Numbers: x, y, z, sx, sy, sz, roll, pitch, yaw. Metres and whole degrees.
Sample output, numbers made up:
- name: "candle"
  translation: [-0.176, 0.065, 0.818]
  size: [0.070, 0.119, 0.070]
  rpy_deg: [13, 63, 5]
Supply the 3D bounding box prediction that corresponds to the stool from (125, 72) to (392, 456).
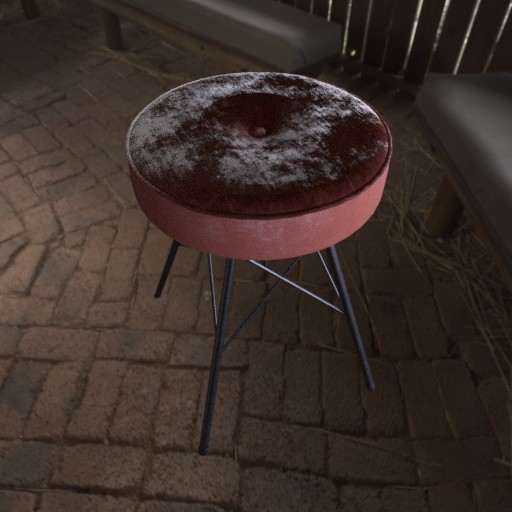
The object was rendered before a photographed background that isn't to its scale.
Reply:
- name: "stool"
  translation: [0.000, 0.000, 0.890]
  size: [0.421, 0.593, 0.457]
  rpy_deg: [-16, 49, -14]
